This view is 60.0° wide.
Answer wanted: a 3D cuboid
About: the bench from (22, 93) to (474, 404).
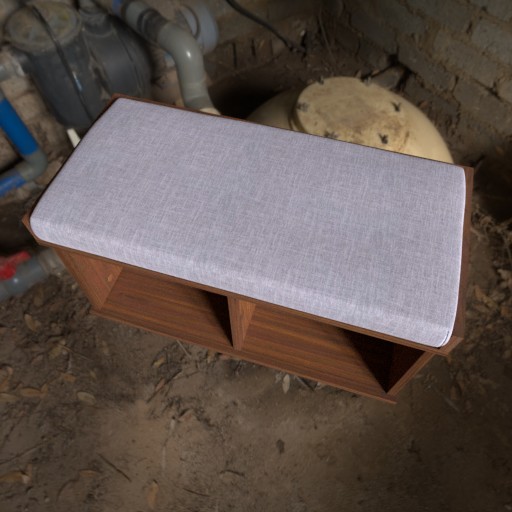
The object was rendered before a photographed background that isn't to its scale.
[{"bbox_3d":[0.000,0.000,0.957,0.734,0.461,0.362,14,59,9],"label":"bench"}]
